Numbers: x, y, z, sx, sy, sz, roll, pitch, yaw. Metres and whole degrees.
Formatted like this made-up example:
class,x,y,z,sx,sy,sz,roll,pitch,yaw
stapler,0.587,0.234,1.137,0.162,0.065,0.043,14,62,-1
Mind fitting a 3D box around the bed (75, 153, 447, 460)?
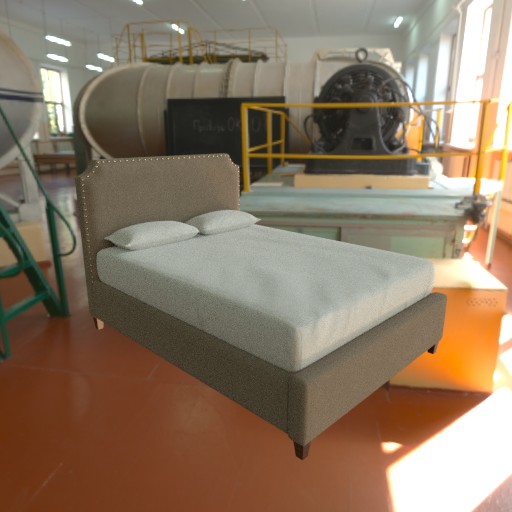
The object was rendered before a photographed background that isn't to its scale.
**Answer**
class,x,y,z,sx,sy,sz,roll,pitch,yaw
bed,0.000,0.000,3.410,2.329,1.415,1.703,15,22,42
